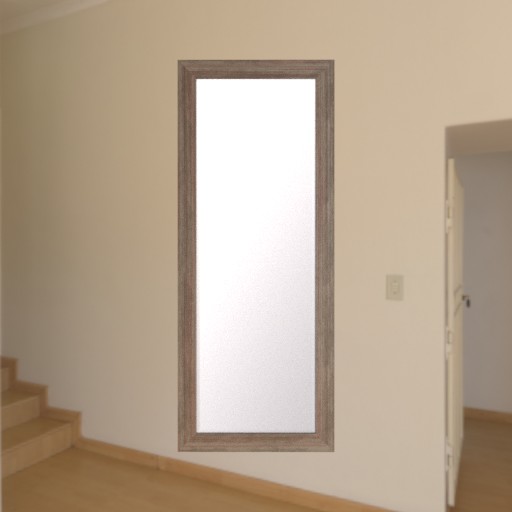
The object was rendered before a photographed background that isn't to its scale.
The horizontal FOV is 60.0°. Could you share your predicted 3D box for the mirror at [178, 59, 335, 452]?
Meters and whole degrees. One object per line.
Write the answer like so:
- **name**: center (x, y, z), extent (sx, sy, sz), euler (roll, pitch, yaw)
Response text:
- **mirror**: center (0.000, 0.000, 2.310), extent (0.812, 2.032, 0.025), euler (0, 0, 0)
